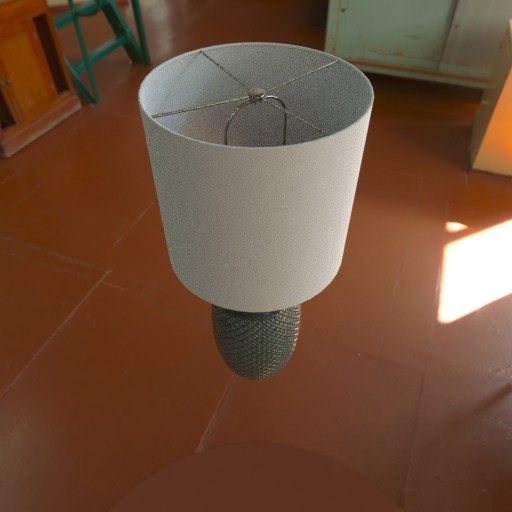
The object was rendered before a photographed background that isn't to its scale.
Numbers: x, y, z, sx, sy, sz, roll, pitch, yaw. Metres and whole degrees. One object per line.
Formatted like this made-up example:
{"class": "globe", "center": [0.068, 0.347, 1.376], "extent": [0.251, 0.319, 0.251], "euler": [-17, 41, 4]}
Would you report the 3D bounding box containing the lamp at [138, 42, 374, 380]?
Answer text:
{"class": "lamp", "center": [0.000, 0.000, 0.575], "extent": [0.217, 0.453, 0.217], "euler": [-26, 51, -23]}
